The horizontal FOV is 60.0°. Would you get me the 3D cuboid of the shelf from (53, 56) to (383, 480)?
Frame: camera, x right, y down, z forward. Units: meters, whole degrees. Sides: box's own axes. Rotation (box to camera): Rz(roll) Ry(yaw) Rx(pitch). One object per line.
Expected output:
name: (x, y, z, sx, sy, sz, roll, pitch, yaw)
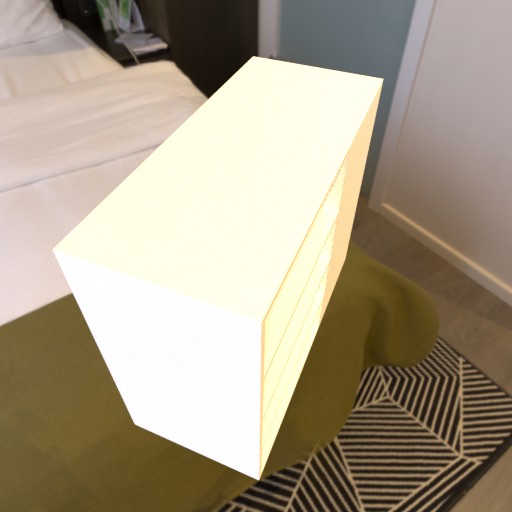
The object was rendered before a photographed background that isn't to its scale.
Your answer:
shelf: (0.000, 0.000, 1.272, 0.396, 0.732, 0.895, 17, 49, 16)
